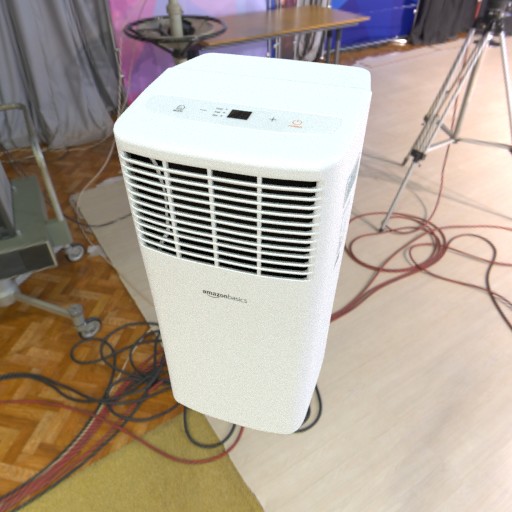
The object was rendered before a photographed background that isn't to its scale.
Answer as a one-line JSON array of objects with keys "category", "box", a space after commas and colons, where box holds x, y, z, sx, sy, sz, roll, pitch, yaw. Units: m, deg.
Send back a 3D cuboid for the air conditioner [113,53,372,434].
[{"category": "air conditioner", "box": [0.000, 0.000, 0.799, 0.304, 0.606, 0.349, 12, 42, 13]}]
